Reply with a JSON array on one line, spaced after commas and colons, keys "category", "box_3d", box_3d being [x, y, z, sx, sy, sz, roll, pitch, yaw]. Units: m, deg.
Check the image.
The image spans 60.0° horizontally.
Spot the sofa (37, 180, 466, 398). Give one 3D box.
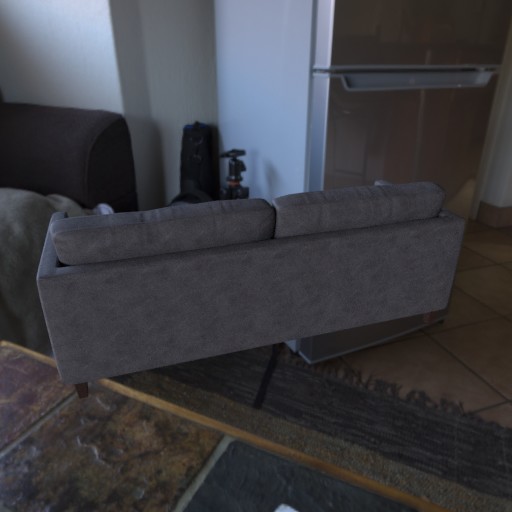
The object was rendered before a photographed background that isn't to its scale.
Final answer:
[{"category": "sofa", "box_3d": [0.000, 0.000, 2.866, 2.434, 0.965, 0.951, -8, 27, -16]}]
